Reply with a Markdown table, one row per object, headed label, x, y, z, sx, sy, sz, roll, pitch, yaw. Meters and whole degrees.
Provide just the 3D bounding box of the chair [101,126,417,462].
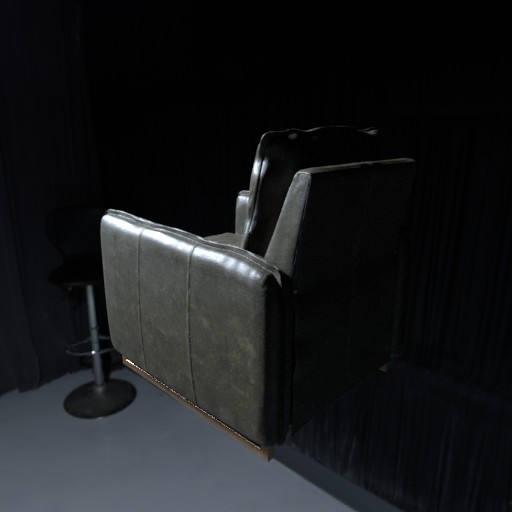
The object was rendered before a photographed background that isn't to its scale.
| label | x | y | z | sx | sy | sz | roll | pitch | yaw |
| --- | --- | --- | --- | --- | --- | --- | --- | --- | --- |
| chair | 0.000 | 0.000 | 1.641 | 0.921 | 0.921 | 0.830 | 15 | 22 | 42 |
